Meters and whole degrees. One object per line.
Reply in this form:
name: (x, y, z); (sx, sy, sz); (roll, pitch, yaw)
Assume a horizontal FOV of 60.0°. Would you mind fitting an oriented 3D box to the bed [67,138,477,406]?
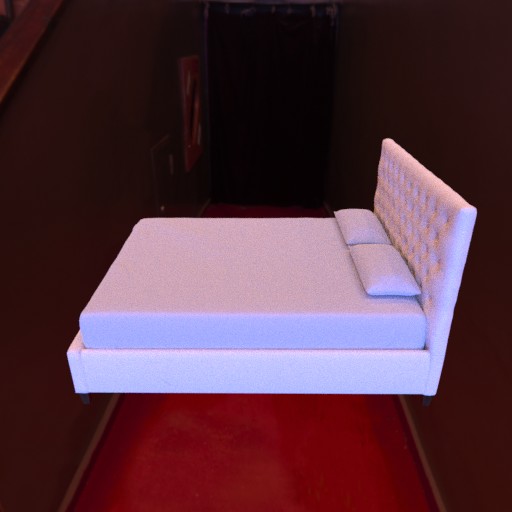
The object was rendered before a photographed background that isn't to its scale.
bed: (0.000, 0.000, 3.390); (2.387, 1.427, 1.698); (0, 27, 0)
